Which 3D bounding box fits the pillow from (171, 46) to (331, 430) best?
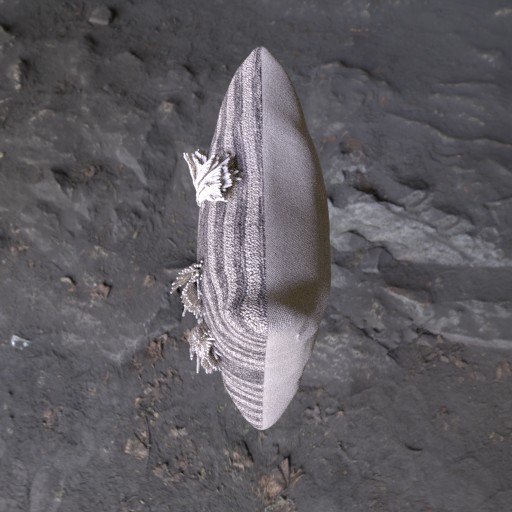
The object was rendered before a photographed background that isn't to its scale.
[{"bbox_3d":[0.000,0.000,0.774,0.234,0.490,0.484,0,57,0],"label":"pillow"}]
